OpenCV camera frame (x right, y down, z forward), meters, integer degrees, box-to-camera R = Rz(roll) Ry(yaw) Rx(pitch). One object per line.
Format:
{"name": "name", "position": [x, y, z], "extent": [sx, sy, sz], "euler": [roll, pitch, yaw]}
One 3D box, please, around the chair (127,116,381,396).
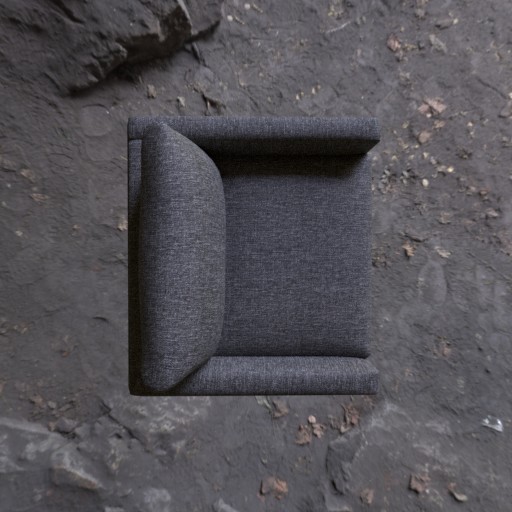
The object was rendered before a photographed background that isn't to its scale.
{"name": "chair", "position": [0.000, 0.000, 1.668], "extent": [0.866, 0.861, 0.963], "euler": [0, 91, -1]}
